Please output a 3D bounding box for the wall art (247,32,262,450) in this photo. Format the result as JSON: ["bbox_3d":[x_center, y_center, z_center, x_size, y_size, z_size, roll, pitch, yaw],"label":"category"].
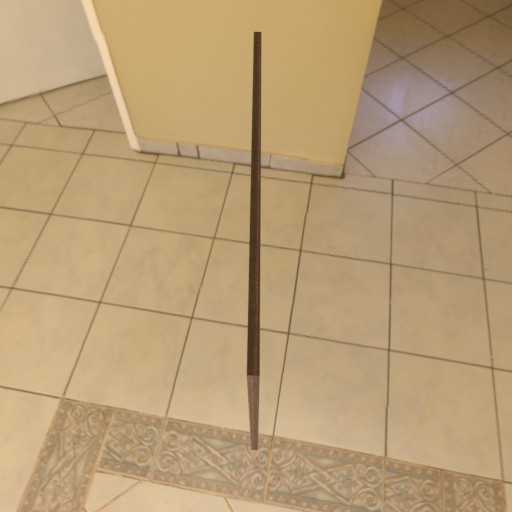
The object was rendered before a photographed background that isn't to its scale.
[{"bbox_3d":[0.000,0.000,1.425,0.023,0.875,1.033,0,58,0],"label":"wall art"}]
